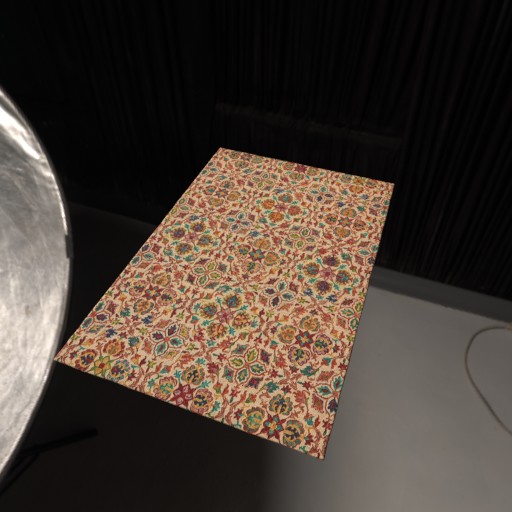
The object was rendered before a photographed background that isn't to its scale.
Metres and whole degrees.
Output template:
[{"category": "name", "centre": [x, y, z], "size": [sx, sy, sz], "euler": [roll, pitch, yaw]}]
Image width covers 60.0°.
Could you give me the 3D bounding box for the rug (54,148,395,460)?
[{"category": "rug", "centre": [0.000, 0.000, 3.019], "size": [1.541, 0.018, 2.297], "euler": [15, 48, 14]}]
